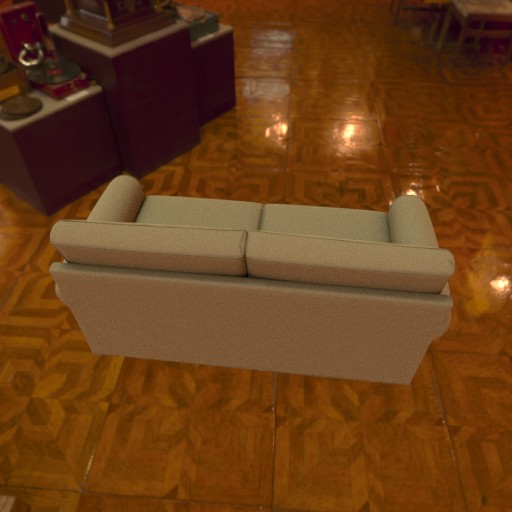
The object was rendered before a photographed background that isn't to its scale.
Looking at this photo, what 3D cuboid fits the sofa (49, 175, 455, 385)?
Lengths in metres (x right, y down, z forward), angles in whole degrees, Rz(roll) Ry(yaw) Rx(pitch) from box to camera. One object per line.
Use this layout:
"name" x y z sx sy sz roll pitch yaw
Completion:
"sofa" 0.000 0.000 2.416 1.930 0.952 0.940 5 46 4
